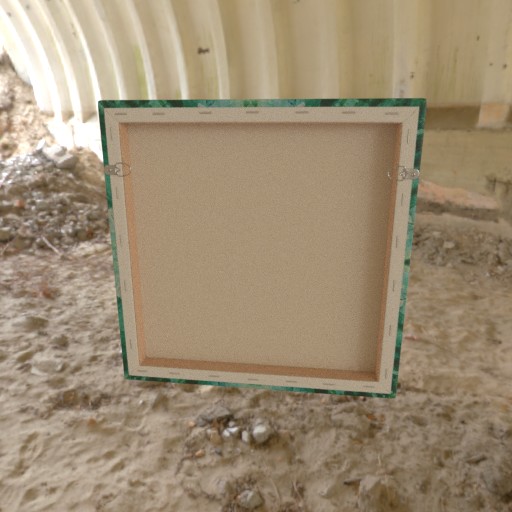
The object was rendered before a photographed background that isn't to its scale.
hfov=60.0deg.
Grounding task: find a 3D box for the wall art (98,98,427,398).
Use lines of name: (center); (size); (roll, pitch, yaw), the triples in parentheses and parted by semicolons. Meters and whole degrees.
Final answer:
wall art: (0.000, 0.000, 0.762); (0.507, 0.508, 0.038); (2, 17, 7)
